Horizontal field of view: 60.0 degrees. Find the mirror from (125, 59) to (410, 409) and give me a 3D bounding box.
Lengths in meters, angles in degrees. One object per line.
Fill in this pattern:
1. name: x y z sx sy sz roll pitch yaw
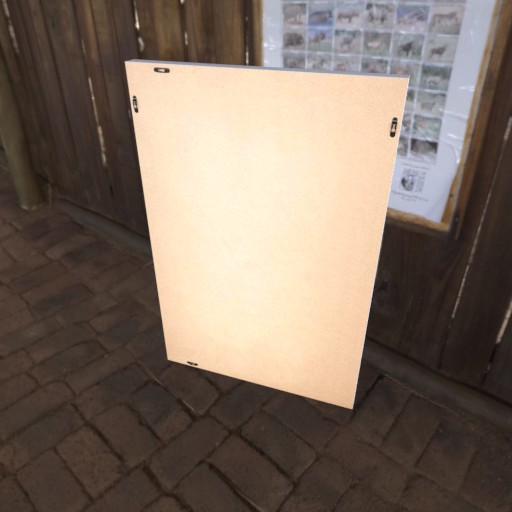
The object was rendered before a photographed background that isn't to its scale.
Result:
1. mirror: 0.000 0.000 1.157 0.609 0.914 0.041 10 33 16
